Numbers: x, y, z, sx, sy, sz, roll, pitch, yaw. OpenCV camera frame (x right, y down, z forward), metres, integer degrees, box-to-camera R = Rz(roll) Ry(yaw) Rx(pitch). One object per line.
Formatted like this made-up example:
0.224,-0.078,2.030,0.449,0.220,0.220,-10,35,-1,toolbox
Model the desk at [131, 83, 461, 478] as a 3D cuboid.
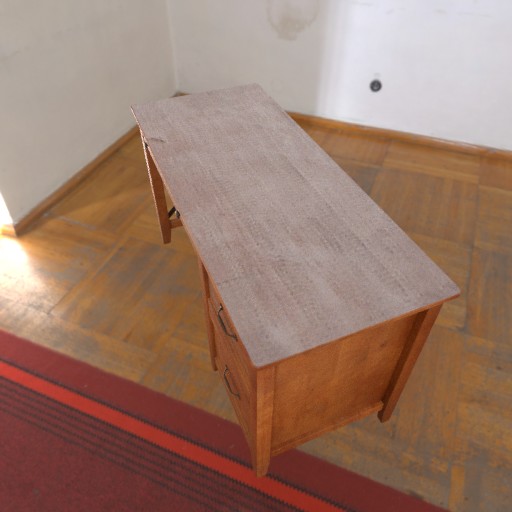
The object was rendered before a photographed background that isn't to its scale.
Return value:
0.000,0.000,1.746,0.574,0.756,1.353,-16,47,-16,desk
